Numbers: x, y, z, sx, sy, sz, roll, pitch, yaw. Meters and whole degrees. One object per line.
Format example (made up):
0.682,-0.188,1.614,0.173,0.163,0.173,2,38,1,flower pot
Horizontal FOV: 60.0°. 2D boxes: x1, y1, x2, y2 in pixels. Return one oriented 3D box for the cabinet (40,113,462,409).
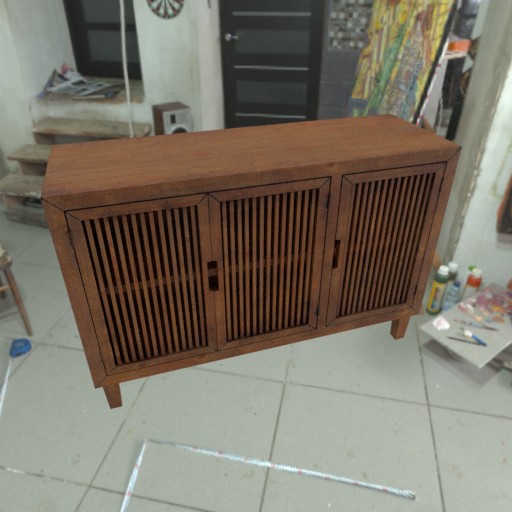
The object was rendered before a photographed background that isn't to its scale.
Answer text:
0.000,0.000,1.584,1.204,0.805,0.403,-10,34,-15,cabinet
